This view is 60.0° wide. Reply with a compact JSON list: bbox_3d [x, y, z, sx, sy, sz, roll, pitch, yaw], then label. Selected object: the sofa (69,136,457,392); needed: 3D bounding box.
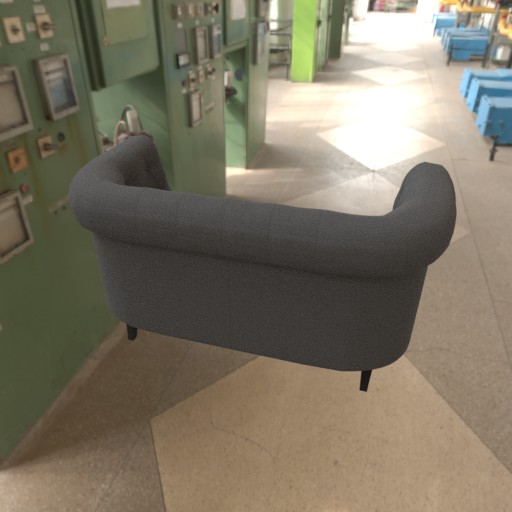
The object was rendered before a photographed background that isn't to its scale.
[{"bbox_3d":[0.000,0.000,1.993,1.558,0.827,0.835,9,33,14],"label":"sofa"}]
